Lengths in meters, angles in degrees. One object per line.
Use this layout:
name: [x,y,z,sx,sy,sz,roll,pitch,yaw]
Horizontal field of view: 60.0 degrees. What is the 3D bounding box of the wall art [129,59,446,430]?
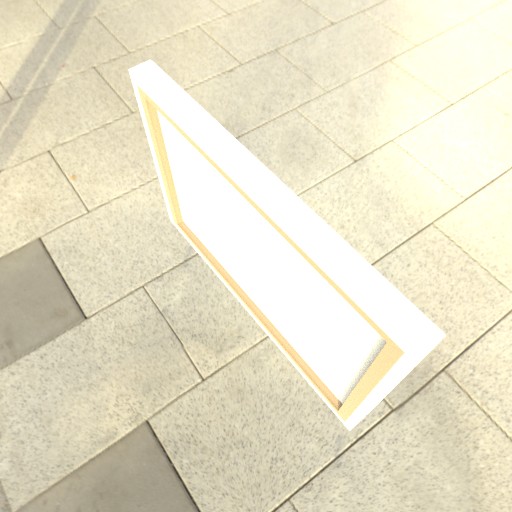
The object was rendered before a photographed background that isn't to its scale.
wall art: [0.000,0.000,0.772,0.042,0.414,0.608,-34,64,-19]
